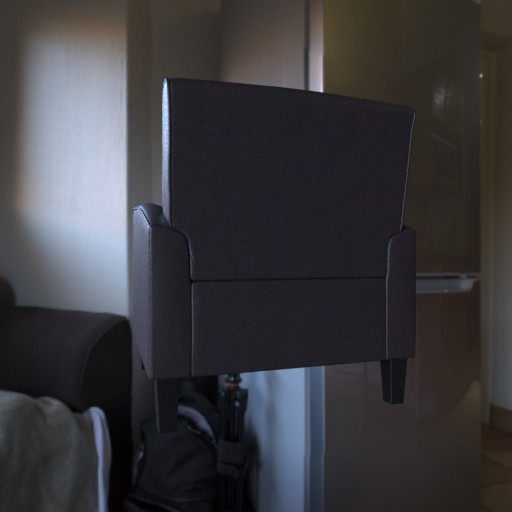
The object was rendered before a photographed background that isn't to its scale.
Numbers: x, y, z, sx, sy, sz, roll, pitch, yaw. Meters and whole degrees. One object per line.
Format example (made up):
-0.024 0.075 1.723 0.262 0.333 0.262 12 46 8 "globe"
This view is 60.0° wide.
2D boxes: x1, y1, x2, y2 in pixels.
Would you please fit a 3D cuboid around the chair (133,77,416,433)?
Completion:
0.000 0.000 1.579 0.820 0.916 0.819 0 0 -18 "chair"
